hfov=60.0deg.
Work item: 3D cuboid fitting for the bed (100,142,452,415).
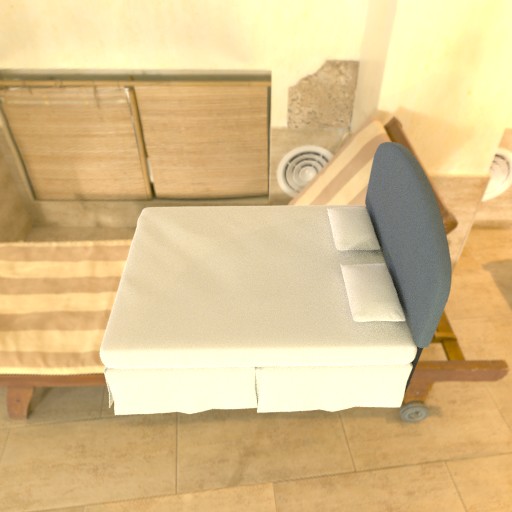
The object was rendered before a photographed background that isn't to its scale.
[{"bbox_3d":[0.000,0.000,3.111,2.005,1.410,1.607,-1,41,-1],"label":"bed"}]
